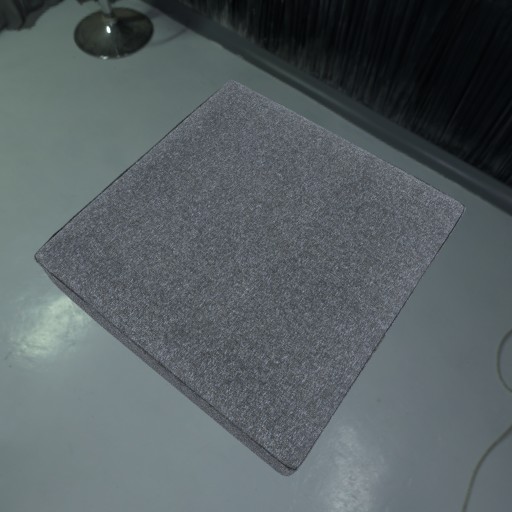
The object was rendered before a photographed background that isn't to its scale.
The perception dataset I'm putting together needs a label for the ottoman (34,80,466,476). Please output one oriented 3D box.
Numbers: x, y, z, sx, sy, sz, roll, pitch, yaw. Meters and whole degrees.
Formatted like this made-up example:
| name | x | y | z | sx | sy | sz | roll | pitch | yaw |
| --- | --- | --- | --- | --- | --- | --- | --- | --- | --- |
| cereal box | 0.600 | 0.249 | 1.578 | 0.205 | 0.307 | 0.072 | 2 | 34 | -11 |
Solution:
| name | x | y | z | sx | sy | sz | roll | pitch | yaw |
| --- | --- | --- | --- | --- | --- | --- | --- | --- | --- |
| ottoman | 0.000 | 0.000 | 1.560 | 1.021 | 0.423 | 1.017 | 34 | 67 | 17 |
